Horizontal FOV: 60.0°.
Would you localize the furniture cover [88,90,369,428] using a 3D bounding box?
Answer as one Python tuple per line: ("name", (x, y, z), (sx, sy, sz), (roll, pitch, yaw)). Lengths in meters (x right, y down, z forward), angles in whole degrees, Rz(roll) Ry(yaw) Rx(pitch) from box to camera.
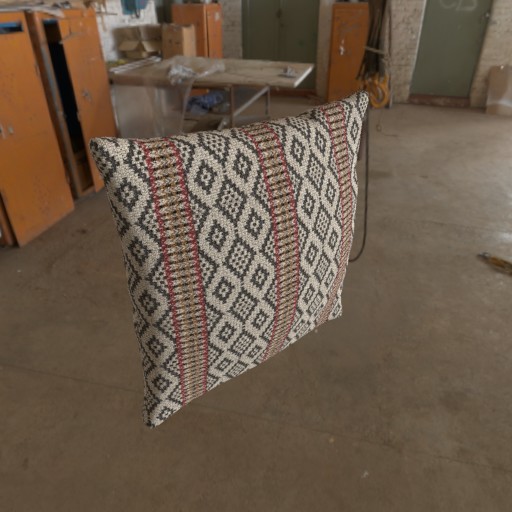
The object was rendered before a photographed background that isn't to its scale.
("furniture cover", (0.000, 0.000, 0.782), (0.503, 0.506, 0.182), (-23, 38, -33))
